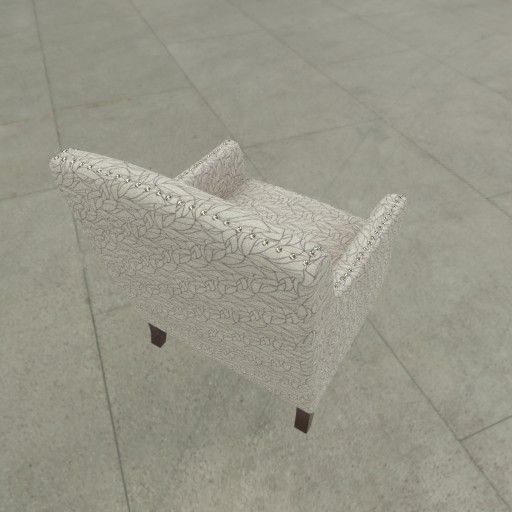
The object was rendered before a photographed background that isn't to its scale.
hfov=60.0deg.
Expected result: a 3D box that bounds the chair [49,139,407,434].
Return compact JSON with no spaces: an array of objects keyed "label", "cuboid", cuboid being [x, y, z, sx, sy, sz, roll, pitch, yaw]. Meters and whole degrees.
[{"label":"chair","cuboid":[0.000,0.000,1.254,0.623,0.816,0.651,24,49,22]}]
